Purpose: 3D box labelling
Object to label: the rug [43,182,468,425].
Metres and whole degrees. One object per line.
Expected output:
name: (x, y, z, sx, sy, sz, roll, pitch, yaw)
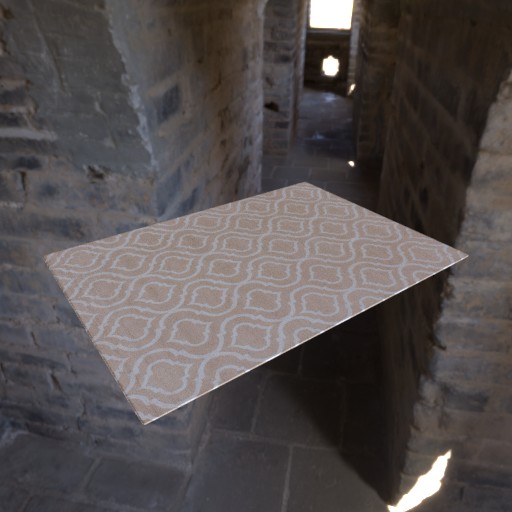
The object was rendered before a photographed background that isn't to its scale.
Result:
rug: (0.000, 0.000, 2.722, 2.134, 0.010, 1.524, -20, 36, -30)
